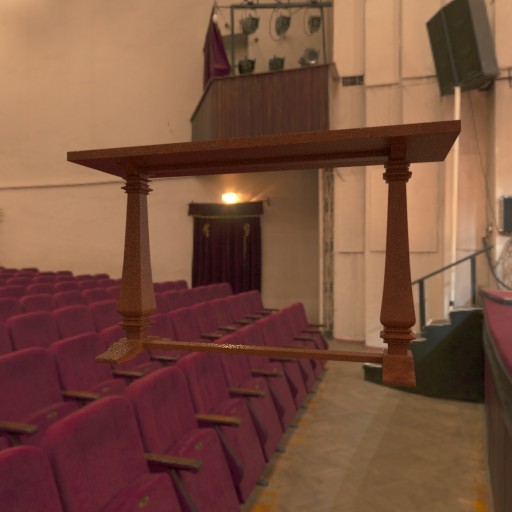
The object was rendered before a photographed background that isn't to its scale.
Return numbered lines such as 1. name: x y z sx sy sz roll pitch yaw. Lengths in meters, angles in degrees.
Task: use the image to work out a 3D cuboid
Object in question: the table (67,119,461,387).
1. table: 0.000 0.000 1.816 1.478 0.852 0.461 0 0 17
